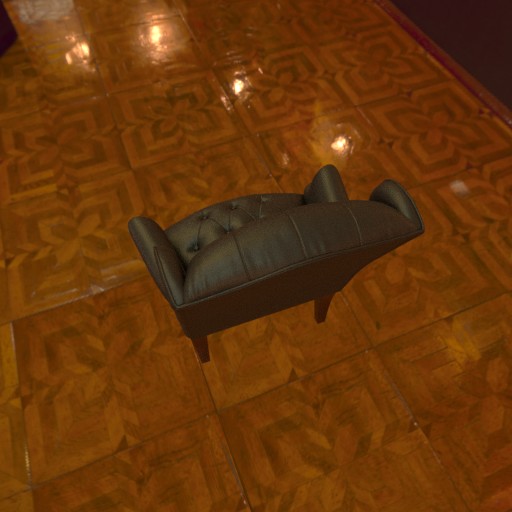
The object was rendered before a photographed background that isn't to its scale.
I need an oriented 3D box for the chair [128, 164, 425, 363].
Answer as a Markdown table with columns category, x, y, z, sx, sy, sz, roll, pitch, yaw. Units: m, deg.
| category | x | y | z | sx | sy | sz | roll | pitch | yaw |
| --- | --- | --- | --- | --- | --- | --- | --- | --- | --- |
| chair | 0.000 | 0.000 | 1.672 | 0.838 | 1.111 | 0.762 | -17 | 58 | -11 |
